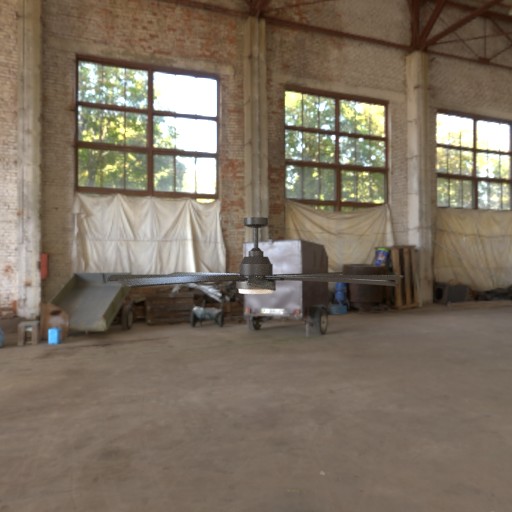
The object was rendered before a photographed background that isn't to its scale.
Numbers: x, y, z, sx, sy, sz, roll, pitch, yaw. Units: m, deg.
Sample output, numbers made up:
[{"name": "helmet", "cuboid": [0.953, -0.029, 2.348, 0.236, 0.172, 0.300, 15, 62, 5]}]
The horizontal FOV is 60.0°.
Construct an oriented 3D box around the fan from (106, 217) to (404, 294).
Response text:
[{"name": "fan", "cuboid": [0.000, 0.000, 2.777, 1.830, 0.472, 1.830, 0, 0, -1]}]
